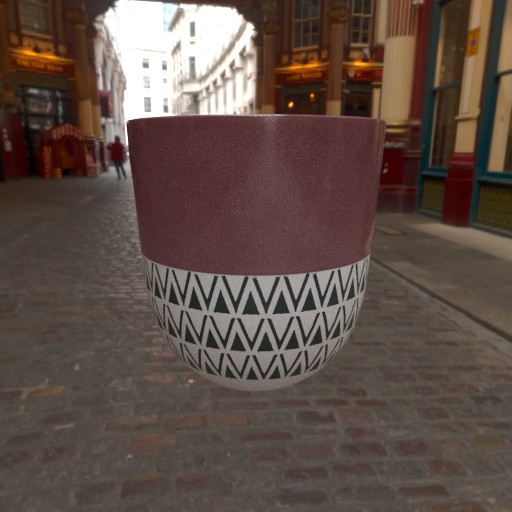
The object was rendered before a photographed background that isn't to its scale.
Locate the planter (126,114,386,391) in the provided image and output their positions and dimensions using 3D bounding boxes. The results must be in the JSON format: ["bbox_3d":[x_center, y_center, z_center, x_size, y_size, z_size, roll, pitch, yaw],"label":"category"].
[{"bbox_3d":[0.000,0.000,0.371,0.195,0.214,0.195,0,14,0],"label":"planter"}]
